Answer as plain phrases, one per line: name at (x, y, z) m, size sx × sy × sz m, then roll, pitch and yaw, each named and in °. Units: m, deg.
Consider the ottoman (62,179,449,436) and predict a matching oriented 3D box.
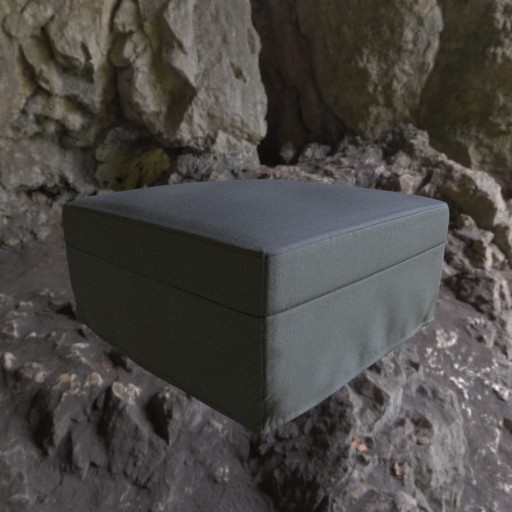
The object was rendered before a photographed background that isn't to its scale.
ottoman at (0.000, 0.000, 1.349) m, size 0.843 × 0.441 × 0.842 m, roll 14°, pitch 21°, yaw 42°
